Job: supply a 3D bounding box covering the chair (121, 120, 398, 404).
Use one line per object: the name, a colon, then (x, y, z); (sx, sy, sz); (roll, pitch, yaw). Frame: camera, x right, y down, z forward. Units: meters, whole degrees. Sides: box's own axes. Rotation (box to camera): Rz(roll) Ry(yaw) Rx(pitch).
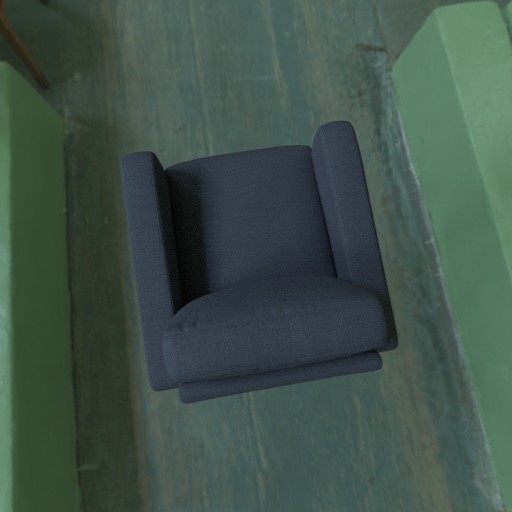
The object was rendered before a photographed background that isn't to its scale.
chair: (0.000, 0.000, 1.532); (0.798, 0.855, 0.863); (-9, 76, -2)
